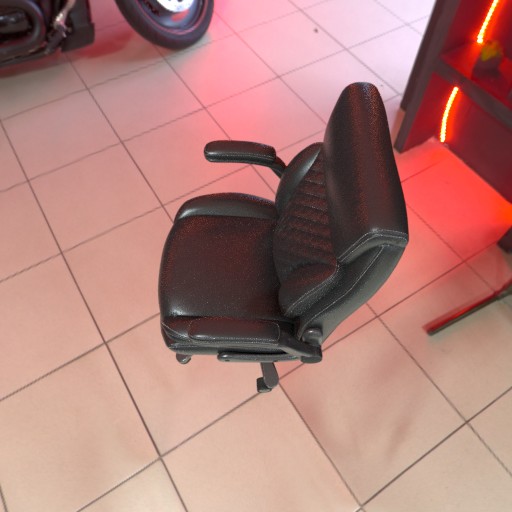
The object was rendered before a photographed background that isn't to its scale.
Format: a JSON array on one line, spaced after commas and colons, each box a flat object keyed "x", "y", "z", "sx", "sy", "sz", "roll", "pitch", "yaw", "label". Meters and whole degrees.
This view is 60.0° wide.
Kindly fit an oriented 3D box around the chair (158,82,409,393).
[{"x": 0.000, "y": 0.000, "z": 1.585, "sx": 0.724, "sy": 1.110, "sz": 0.782, "roll": 0, "pitch": 59, "yaw": 0, "label": "chair"}]
